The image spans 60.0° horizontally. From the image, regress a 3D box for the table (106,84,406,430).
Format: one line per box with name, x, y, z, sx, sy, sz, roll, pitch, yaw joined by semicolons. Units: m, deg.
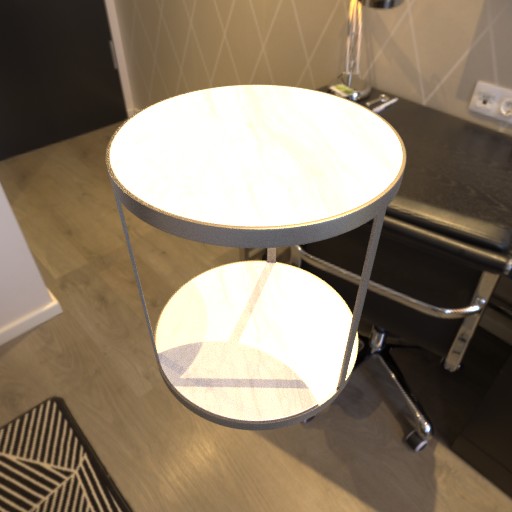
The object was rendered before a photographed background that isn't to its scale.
table;0.000;0.000;0.834;0.445;0.479;0.445;0;42;0
